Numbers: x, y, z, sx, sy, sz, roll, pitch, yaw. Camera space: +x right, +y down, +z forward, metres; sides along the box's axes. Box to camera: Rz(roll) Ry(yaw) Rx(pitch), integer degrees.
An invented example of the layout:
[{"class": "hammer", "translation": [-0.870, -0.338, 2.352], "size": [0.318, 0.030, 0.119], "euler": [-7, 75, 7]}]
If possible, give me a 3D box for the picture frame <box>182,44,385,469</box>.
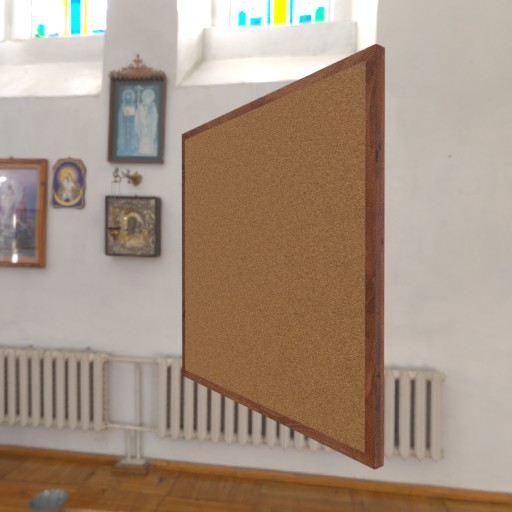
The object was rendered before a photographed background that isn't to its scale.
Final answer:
[{"class": "picture frame", "translation": [0.000, 0.000, 1.181], "size": [0.029, 0.817, 0.810], "euler": [0, 1, -36]}]
